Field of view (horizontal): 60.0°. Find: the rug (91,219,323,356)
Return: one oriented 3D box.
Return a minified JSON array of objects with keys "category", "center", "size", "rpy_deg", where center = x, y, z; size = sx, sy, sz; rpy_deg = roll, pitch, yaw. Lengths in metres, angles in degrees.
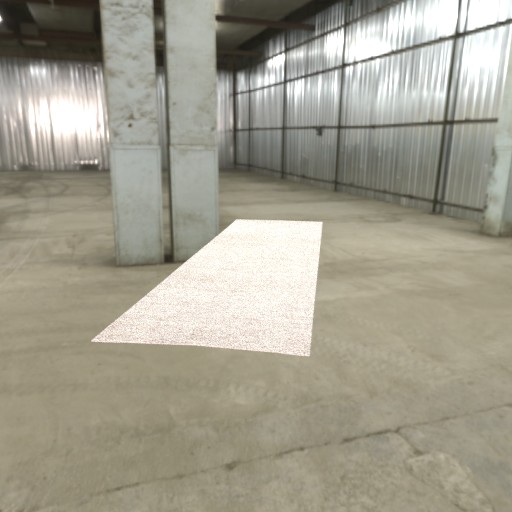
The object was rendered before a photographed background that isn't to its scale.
[{"category":"rug","center":[0.000,0.000,2.513],"size":[0.712,0.013,2.346],"rpy_deg":[2,15,9]}]
